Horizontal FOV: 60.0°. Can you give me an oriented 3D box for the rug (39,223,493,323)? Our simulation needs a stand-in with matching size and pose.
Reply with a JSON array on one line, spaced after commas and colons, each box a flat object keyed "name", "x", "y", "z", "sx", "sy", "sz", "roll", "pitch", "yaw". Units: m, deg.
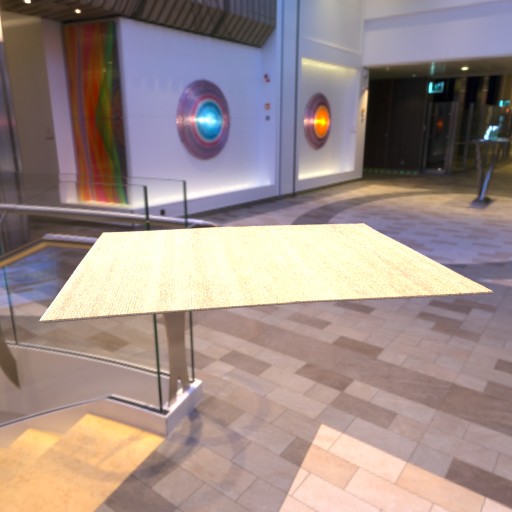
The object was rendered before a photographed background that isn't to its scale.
[{"name": "rug", "x": 0.000, "y": 0.000, "z": 4.267, "sx": 3.245, "sy": 0.046, "sz": 2.467, "roll": -3, "pitch": 17, "yaw": -9}]
